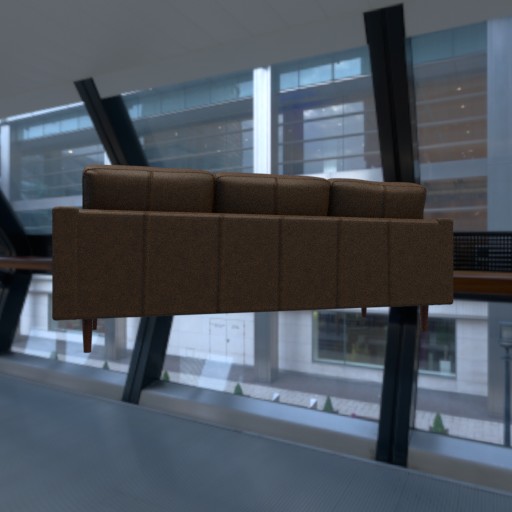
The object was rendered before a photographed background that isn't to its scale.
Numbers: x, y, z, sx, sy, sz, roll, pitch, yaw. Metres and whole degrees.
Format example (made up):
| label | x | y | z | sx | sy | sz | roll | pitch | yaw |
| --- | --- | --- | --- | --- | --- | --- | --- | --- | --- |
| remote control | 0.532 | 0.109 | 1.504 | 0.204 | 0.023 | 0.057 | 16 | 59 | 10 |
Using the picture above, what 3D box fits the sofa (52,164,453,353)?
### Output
| label | x | y | z | sx | sy | sz | roll | pitch | yaw |
| --- | --- | --- | --- | --- | --- | --- | --- | --- | --- |
| sofa | 0.000 | 0.000 | 2.776 | 2.231 | 0.930 | 0.903 | 0 | 0 | -18 |
